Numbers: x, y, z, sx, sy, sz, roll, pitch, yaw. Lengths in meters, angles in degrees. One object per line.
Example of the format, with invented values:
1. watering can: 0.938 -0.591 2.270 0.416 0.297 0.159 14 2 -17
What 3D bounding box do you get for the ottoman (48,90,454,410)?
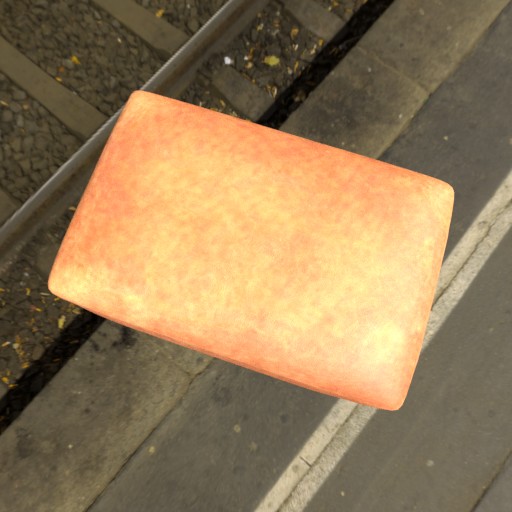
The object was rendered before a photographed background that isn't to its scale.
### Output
1. ottoman: 0.000 0.000 1.193 0.852 0.507 0.565 18 77 4
